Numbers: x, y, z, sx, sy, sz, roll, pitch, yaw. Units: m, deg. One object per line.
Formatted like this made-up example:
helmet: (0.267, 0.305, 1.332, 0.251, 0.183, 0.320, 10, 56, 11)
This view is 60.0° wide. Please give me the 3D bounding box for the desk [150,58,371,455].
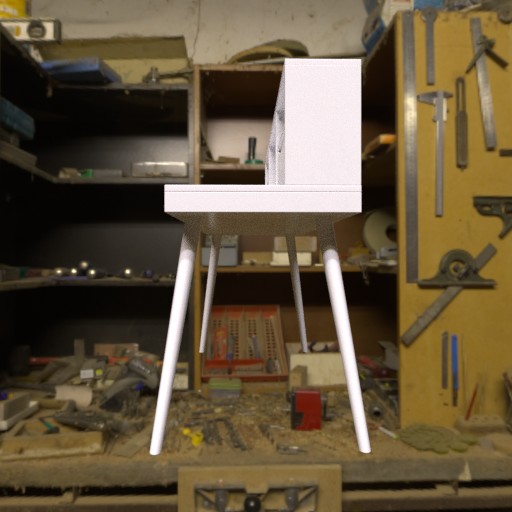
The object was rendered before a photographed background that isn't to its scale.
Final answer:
desk: (0.000, 0.000, 1.706, 0.559, 0.990, 1.199, 0, 0, -1)
